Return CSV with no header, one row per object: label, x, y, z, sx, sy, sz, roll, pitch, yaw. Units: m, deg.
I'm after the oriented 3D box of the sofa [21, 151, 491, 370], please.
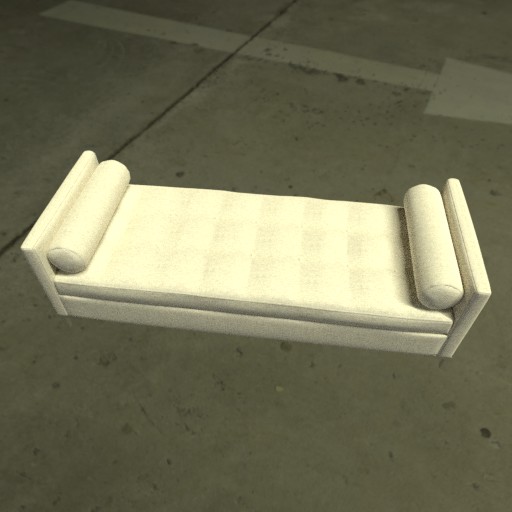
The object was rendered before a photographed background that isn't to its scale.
sofa,0.000,0.000,2.412,2.102,0.655,0.797,5,48,5
